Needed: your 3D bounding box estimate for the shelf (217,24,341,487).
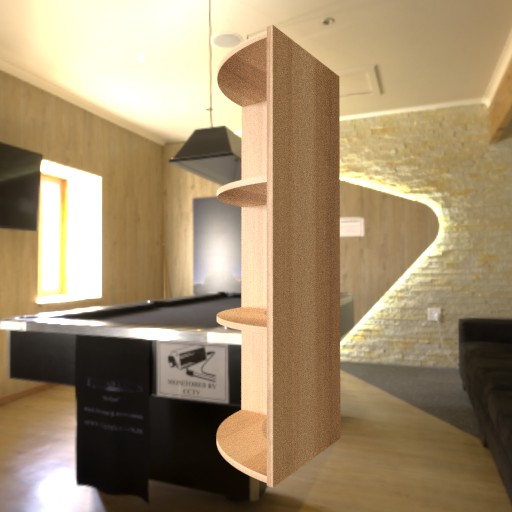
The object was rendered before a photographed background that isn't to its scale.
[{"bbox_3d":[0.000,0.000,1.037,0.290,0.872,0.290,-1,-1,36],"label":"shelf"}]
